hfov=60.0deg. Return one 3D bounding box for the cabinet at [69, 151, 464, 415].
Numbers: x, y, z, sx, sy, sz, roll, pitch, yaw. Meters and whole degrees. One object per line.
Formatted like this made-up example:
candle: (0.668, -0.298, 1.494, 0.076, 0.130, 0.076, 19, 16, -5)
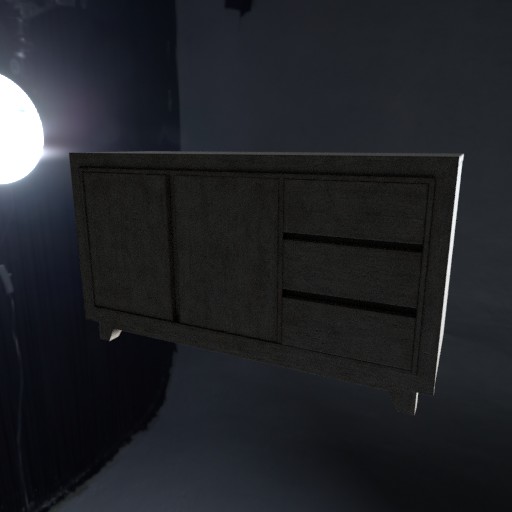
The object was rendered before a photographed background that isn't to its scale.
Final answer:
cabinet: (0.000, 0.000, 1.823, 1.460, 0.825, 0.511, 7, 16, 25)
